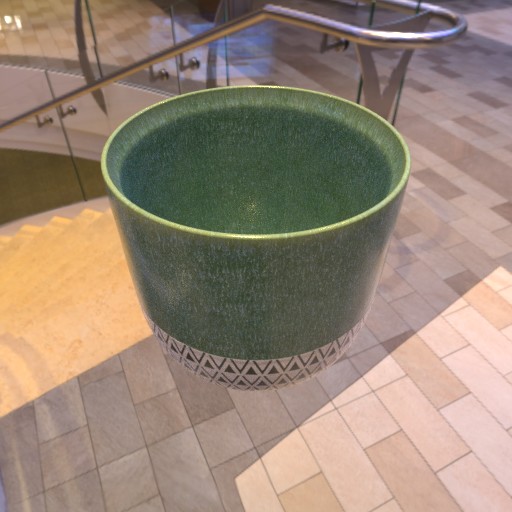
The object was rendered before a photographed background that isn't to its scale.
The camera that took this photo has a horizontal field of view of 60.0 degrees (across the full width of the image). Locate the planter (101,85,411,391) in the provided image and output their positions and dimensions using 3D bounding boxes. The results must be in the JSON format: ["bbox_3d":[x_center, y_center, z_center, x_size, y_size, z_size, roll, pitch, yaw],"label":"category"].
[{"bbox_3d":[0.000,0.000,0.480,0.266,0.270,0.266,0,42,0],"label":"planter"}]
